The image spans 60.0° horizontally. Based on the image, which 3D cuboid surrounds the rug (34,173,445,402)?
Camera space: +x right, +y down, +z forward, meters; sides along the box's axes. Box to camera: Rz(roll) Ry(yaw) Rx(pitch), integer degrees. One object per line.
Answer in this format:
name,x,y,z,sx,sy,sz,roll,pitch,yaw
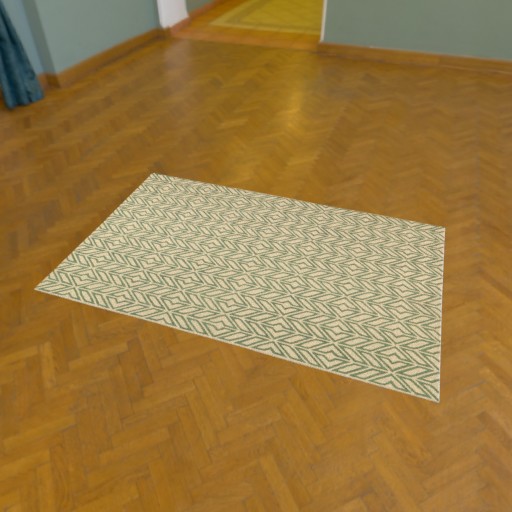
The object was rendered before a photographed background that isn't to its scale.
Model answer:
rug,0.000,0.000,3.034,2.435,0.011,1.517,13,42,14
